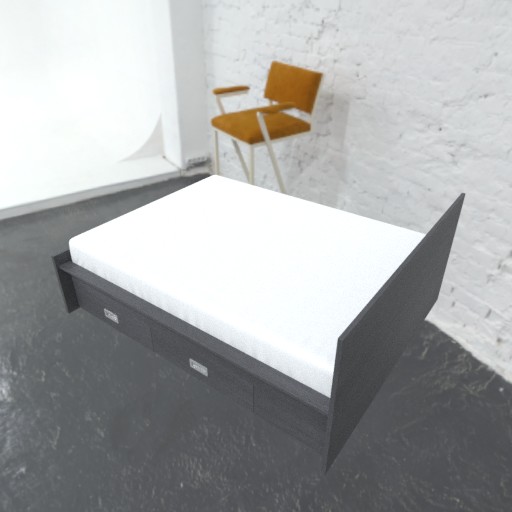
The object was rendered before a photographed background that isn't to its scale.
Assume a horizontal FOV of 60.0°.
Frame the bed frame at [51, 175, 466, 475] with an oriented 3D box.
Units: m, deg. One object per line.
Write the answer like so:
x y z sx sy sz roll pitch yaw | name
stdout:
0.000 0.000 2.831 1.960 0.800 1.622 21 37 30 | bed frame
